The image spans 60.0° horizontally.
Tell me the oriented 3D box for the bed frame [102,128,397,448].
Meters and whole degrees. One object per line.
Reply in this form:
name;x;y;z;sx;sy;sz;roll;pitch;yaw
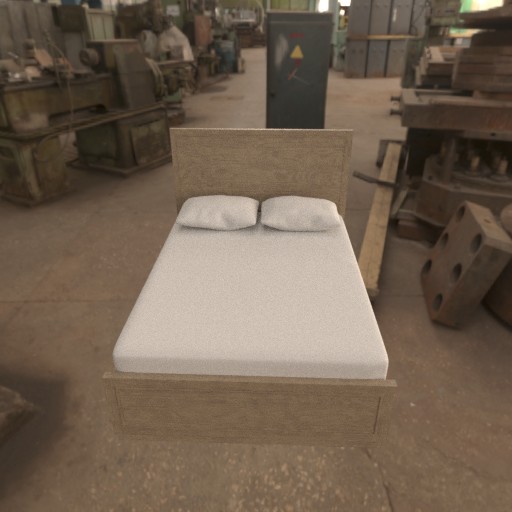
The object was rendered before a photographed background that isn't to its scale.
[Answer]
bed frame;0.000;0.000;3.275;1.606;1.369;2.189;1;28;2
